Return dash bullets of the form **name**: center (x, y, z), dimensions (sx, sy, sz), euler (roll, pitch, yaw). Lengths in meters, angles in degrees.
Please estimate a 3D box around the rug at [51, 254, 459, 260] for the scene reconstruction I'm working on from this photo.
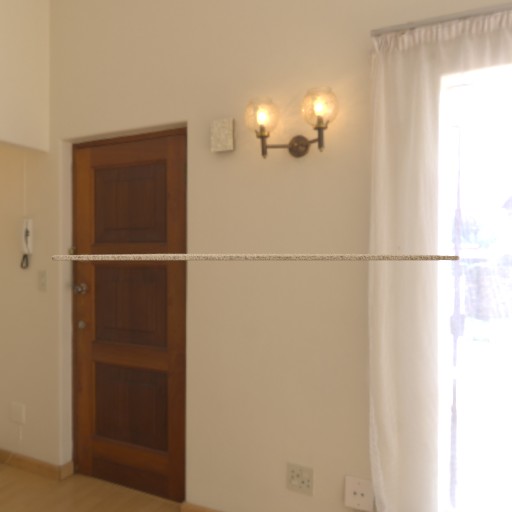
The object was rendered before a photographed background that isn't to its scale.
- **rug**: center (0.000, 0.000, 4.143), dimensions (2.438, 0.029, 3.047), euler (0, 0, 0)
